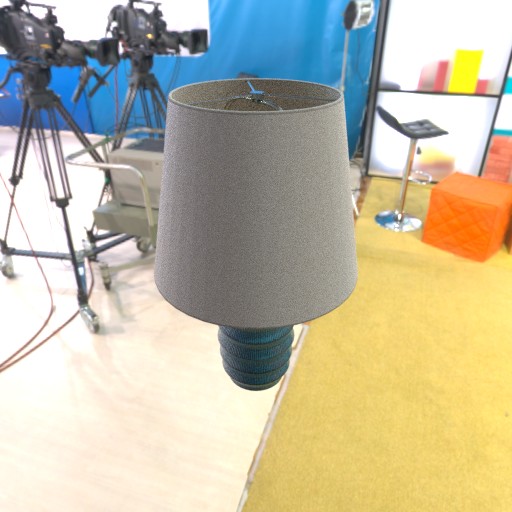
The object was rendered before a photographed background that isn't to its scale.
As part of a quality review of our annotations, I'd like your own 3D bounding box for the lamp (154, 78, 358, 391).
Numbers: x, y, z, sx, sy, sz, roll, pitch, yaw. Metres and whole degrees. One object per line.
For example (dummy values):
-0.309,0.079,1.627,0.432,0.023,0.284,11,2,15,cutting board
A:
0.000,0.000,0.557,0.254,0.392,0.254,0,30,0,lamp
